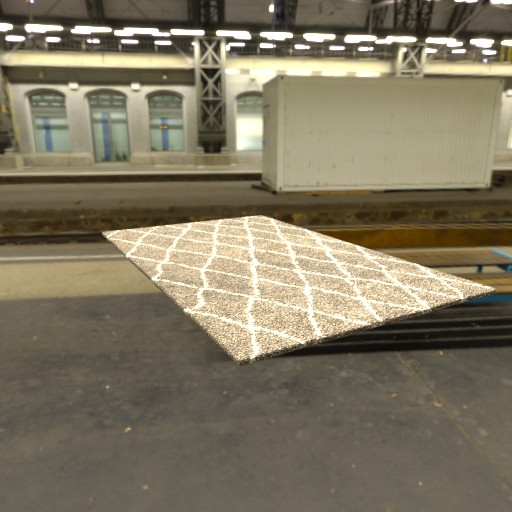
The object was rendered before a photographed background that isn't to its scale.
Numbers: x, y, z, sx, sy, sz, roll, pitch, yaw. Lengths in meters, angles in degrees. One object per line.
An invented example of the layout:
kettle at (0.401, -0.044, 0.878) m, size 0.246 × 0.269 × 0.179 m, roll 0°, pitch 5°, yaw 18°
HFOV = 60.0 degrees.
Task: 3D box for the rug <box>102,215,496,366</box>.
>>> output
rug at (0.000, 0.000, 2.974) m, size 1.524 × 0.030 × 2.438 m, roll -9°, pitch 18°, yaw -28°
